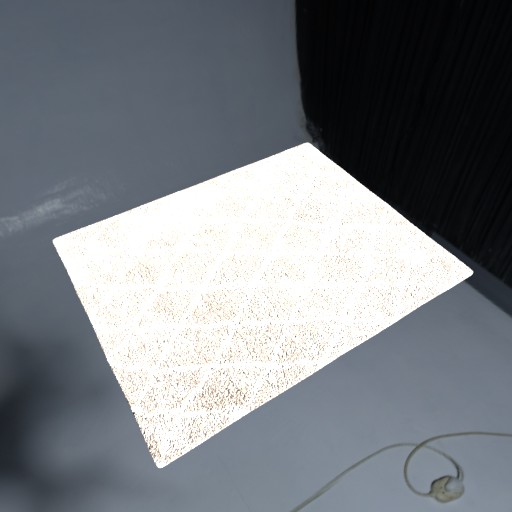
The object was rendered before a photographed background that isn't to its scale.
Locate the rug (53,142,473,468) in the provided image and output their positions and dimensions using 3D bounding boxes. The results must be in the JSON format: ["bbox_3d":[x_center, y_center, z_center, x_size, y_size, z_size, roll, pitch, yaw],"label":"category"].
[{"bbox_3d":[0.000,0.000,4.072,3.047,0.029,2.438,-25,52,-21],"label":"rug"}]
